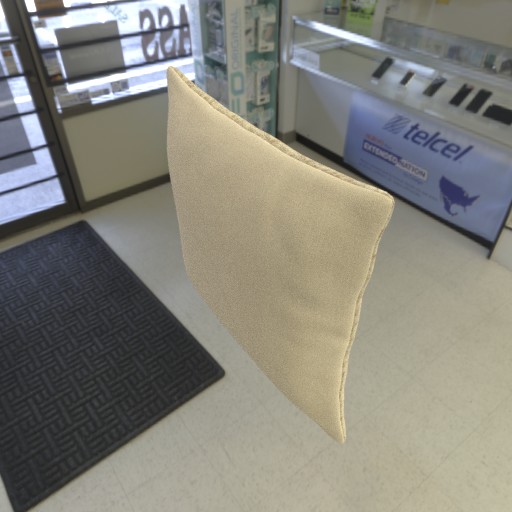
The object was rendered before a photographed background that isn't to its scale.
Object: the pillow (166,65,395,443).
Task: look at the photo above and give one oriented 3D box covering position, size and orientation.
[{"bbox_3d":[0.000,0.000,0.773,0.166,0.510,0.523,-24,46,-26],"label":"pillow"}]
